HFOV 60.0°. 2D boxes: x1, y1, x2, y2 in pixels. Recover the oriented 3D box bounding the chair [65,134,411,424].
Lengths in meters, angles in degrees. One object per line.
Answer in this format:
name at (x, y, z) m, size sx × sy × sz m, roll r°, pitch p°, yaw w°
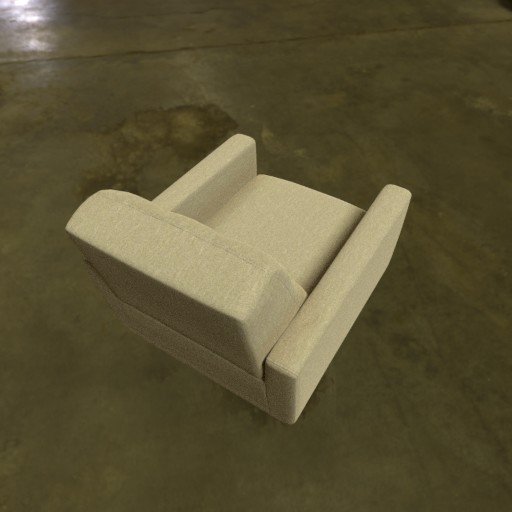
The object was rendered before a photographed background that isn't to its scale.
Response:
chair at (0.000, 0.000, 1.824) m, size 0.897 × 0.965 × 1.128 m, roll 24°, pitch 50°, yaw 22°
